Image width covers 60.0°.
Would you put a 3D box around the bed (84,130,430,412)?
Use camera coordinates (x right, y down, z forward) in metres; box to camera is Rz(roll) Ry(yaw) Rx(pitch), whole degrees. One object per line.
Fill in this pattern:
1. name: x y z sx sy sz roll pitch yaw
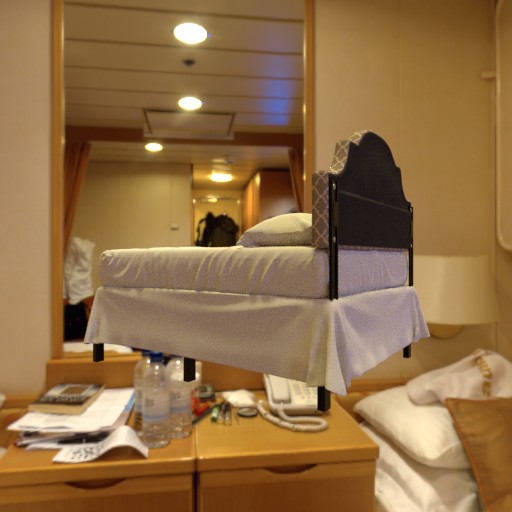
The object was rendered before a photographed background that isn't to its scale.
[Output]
1. bed: 0.000 0.000 3.494 2.222 1.633 1.780 0 0 35
